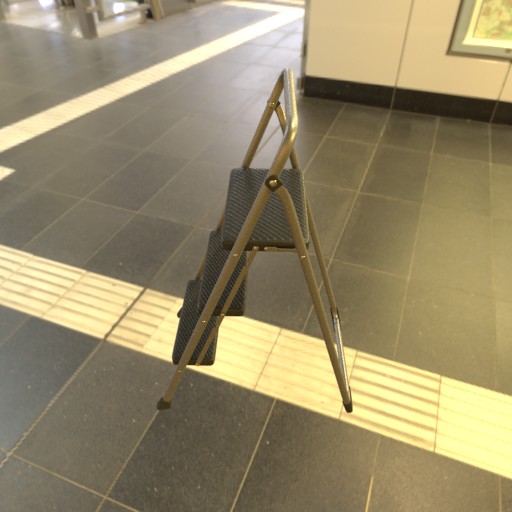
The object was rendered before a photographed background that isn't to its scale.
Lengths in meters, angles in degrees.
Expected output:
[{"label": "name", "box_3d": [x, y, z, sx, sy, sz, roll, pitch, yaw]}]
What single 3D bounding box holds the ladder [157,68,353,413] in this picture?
[{"label": "ladder", "box_3d": [0.000, 0.000, 1.269, 0.629, 0.945, 0.430, 1, 40, 1]}]
